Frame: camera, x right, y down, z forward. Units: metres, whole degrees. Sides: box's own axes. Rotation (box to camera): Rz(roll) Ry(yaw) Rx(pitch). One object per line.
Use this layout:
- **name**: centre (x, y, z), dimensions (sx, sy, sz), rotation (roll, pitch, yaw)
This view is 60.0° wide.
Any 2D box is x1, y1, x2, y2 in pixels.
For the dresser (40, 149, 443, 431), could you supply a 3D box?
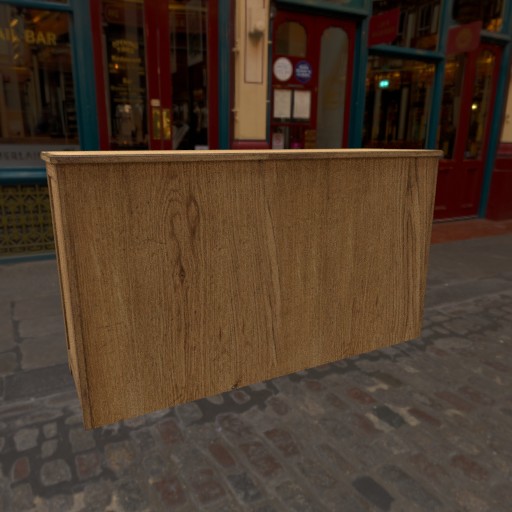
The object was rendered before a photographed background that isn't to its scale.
- **dresser**: centre (0.000, 0.000, 2.021), dimensions (1.657, 0.932, 0.563), rotation (-8, 16, -27)
